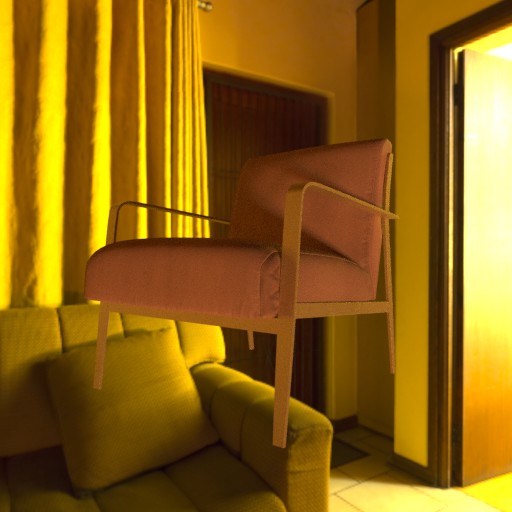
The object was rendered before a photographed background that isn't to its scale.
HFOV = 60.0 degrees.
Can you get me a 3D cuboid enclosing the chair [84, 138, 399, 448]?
[{"bbox_3d":[0.000,0.000,1.429,0.701,0.823,0.848,1,1,37],"label":"chair"}]
